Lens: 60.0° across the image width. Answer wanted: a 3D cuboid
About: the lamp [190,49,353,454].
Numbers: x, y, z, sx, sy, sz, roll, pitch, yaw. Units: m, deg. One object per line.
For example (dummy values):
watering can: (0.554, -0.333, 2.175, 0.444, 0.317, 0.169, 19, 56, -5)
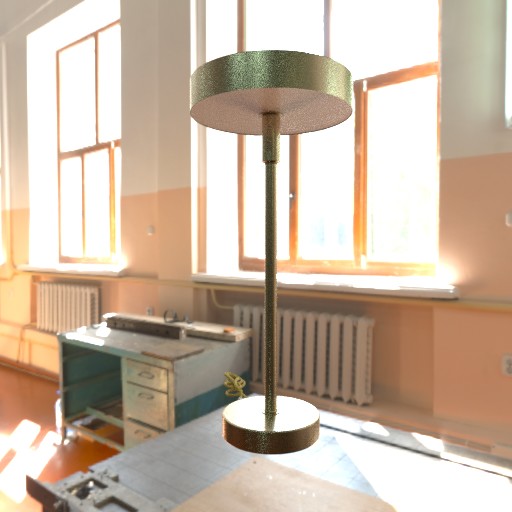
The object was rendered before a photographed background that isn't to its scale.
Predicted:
lamp: (0.000, 0.000, 0.703, 0.229, 0.508, 0.369, 0, 1, -18)
